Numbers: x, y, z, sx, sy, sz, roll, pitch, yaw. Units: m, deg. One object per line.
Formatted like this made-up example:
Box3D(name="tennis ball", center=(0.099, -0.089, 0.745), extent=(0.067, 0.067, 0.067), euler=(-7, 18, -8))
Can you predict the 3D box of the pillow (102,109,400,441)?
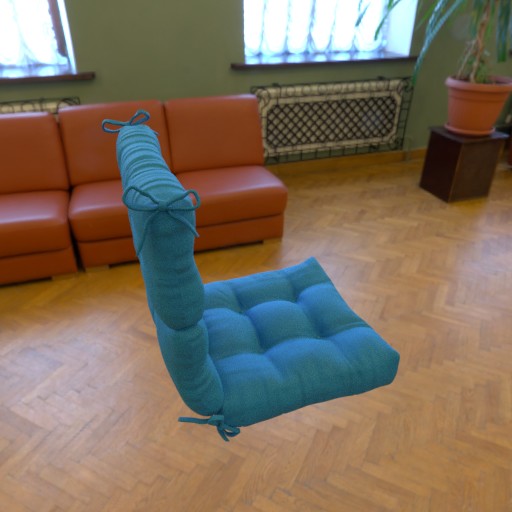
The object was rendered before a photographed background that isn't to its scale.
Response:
Box3D(name="pillow", center=(0.000, 0.000, 1.031), extent=(0.571, 0.605, 0.519), euler=(-10, 33, -17))
